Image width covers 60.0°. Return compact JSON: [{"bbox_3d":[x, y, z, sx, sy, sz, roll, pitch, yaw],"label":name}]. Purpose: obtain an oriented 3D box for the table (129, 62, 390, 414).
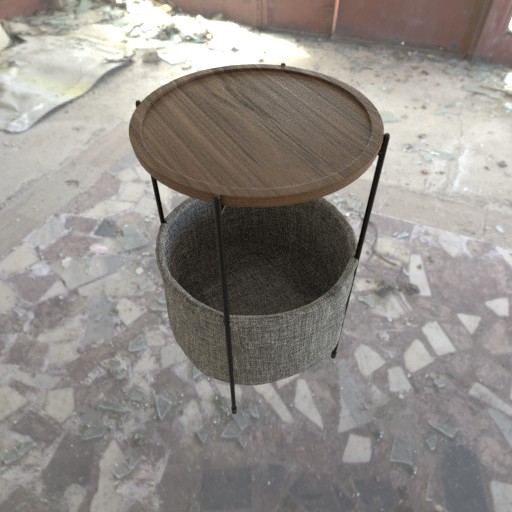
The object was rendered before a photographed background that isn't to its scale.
[{"bbox_3d":[0.000,0.000,0.908,0.400,0.623,0.400,-23,51,-20],"label":"table"}]
